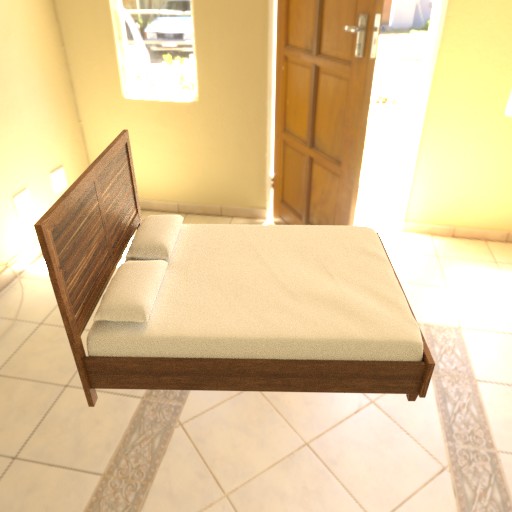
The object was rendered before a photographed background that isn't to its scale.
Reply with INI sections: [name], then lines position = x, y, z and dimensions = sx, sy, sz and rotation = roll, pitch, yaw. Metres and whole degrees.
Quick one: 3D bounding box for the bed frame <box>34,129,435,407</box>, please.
[bed frame]
position = 0.000, 0.000, 3.370
dimensions = 2.276, 1.417, 1.696
rotation = 1, 32, 1
